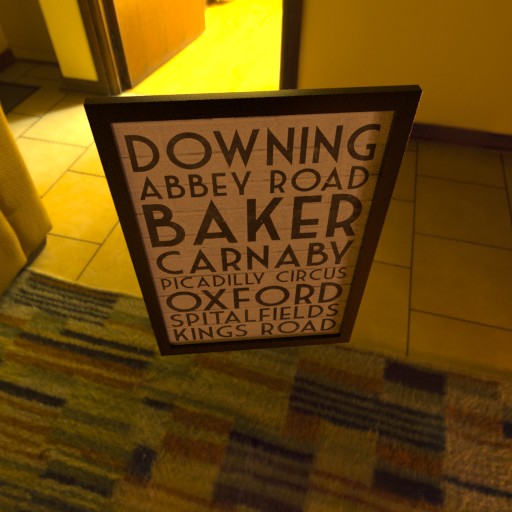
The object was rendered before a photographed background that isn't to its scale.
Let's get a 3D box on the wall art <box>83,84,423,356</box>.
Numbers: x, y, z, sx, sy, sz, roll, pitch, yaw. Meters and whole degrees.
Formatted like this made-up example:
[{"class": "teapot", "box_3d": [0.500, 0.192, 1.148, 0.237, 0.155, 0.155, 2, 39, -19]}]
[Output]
[{"class": "wall art", "box_3d": [0.000, 0.000, 0.559, 0.304, 0.432, 0.013, -3, 48, -3]}]
